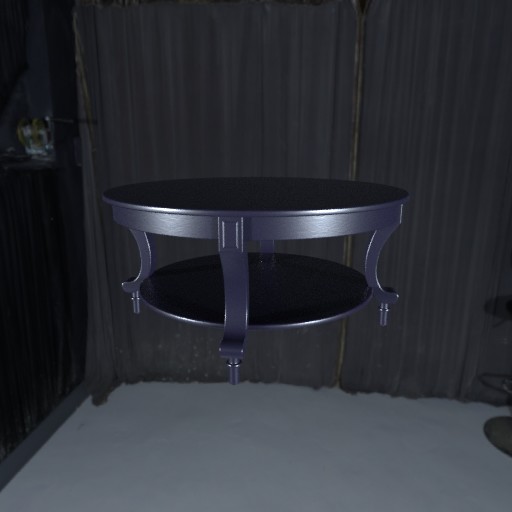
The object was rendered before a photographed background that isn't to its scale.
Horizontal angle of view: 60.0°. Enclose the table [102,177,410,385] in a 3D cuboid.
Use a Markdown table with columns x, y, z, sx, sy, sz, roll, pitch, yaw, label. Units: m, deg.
| x | y | z | sx | sy | sz | roll | pitch | yaw | label |
| --- | --- | --- | --- | --- | --- | --- | --- | --- | --- |
| 0.000 | 0.000 | 1.619 | 1.029 | 0.491 | 1.029 | 0 | 15 | 0 | table |
